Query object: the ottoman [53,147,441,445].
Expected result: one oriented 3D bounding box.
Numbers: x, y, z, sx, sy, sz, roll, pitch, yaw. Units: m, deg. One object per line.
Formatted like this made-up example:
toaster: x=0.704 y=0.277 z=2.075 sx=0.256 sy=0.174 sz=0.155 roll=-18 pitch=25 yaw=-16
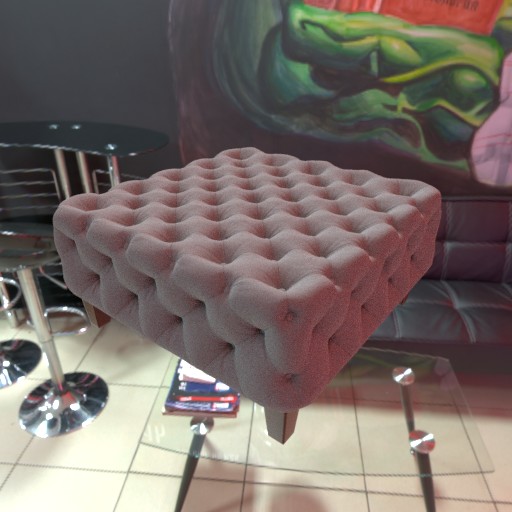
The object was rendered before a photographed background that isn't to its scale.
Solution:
ottoman: x=0.000 y=0.000 z=1.447 sx=0.911 sy=0.439 sz=0.917 roll=20 pitch=34 yaw=33
